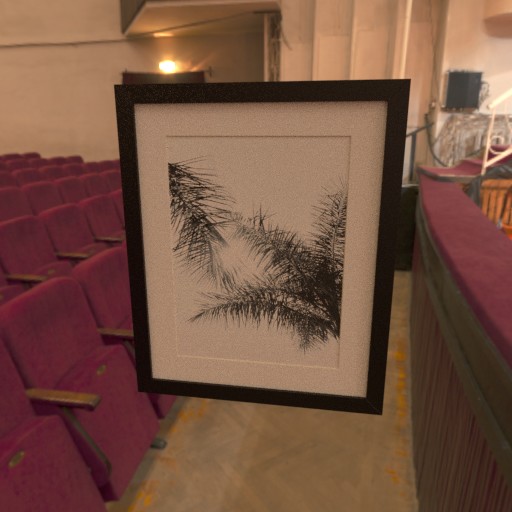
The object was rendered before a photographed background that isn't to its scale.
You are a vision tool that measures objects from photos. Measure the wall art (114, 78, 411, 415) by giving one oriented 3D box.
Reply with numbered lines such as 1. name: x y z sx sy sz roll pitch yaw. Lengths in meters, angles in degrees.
1. wall art: 0.000 0.000 0.760 0.457 0.557 0.028 2 15 9
